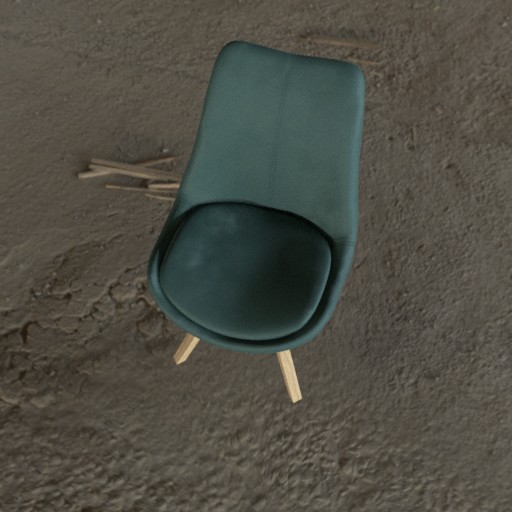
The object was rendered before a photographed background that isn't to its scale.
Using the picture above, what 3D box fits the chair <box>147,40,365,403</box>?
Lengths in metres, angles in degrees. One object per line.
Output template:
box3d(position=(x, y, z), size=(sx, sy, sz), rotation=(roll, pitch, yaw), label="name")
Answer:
box3d(position=(0.000, 0.000, 1.177), size=(0.483, 0.865, 0.547), rotation=(16, 60, 9), label="chair")
